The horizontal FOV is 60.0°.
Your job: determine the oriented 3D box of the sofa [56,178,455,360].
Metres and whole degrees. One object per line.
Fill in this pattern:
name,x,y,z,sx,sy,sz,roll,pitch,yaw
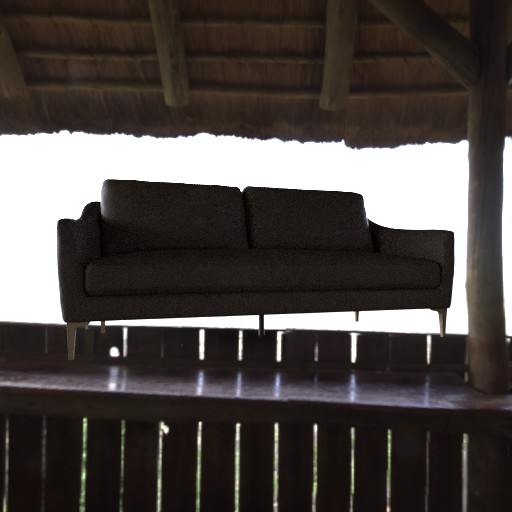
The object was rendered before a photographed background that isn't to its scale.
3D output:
sofa,0.000,0.000,2.573,2.036,0.902,0.960,0,-1,-18
